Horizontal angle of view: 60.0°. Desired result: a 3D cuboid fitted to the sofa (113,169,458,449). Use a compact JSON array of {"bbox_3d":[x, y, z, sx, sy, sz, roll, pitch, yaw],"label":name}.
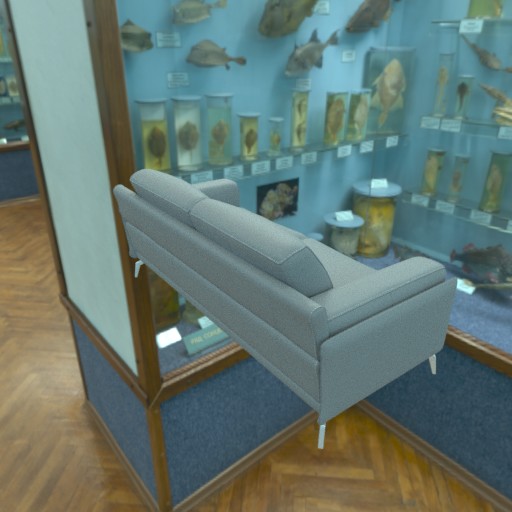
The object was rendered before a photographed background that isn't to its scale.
[{"bbox_3d":[0.000,0.000,2.723,0.969,0.900,2.100,-18,31,-33],"label":"sofa"}]
